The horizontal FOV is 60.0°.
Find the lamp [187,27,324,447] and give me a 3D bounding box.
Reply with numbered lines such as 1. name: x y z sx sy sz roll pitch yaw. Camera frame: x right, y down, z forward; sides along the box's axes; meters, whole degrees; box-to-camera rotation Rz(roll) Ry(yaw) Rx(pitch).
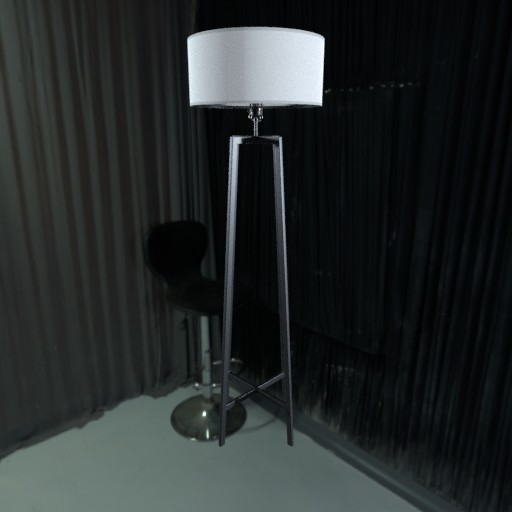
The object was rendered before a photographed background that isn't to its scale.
1. lamp: 0.000 0.000 1.710 0.456 1.510 0.457 16 23 42
